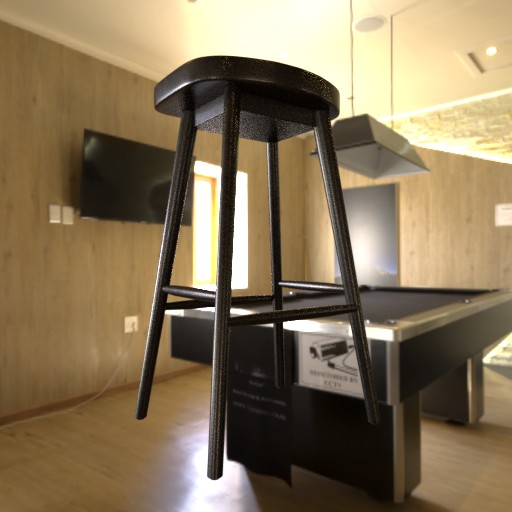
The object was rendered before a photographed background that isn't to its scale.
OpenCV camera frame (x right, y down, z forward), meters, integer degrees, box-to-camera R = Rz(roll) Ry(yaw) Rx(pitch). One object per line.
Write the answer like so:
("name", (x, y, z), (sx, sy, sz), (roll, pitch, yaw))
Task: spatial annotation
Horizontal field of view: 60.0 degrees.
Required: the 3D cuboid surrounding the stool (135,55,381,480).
("stool", (0.000, 0.000, 1.005), (0.440, 0.749, 0.361), (0, 0, -36))
